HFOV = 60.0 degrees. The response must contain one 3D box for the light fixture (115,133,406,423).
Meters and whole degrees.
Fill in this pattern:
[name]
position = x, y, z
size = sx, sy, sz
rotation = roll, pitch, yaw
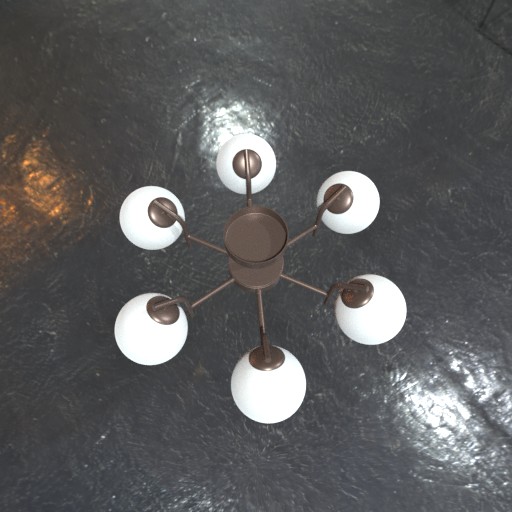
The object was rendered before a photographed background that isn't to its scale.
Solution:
[light fixture]
position = 0.000, 0.000, 0.939
size = 0.662, 0.201, 0.662
rotation = 0, 65, 0
